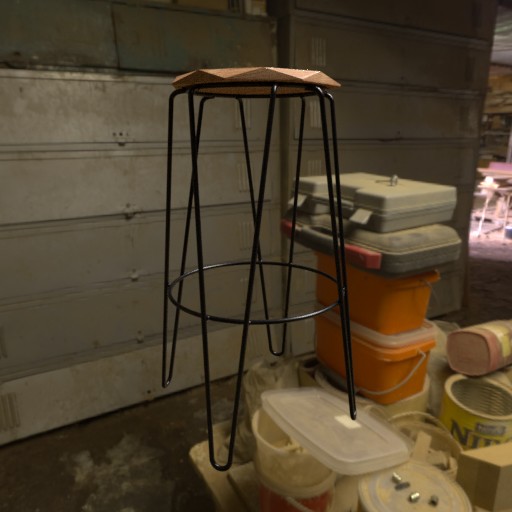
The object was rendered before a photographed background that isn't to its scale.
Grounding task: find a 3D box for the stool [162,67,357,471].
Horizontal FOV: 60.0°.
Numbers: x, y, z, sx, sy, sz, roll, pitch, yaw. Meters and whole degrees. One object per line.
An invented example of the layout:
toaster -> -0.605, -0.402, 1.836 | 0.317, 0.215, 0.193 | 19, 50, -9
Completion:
stool -> 0.000, 0.000, 0.813 | 0.326, 0.610, 0.326 | -8, 18, -27
